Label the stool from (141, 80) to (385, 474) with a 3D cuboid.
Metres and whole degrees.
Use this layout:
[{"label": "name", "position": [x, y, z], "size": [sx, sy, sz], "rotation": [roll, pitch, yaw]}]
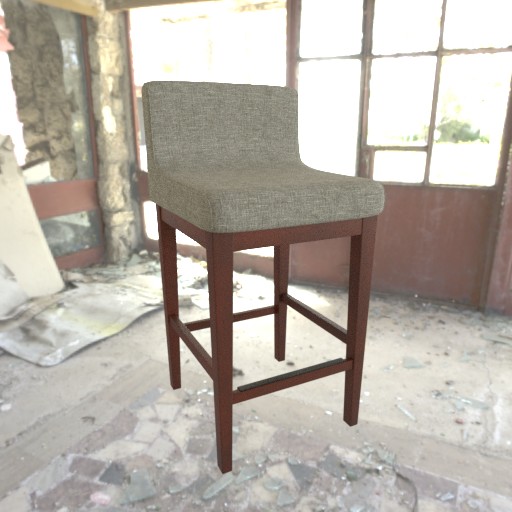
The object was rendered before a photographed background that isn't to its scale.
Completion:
[{"label": "stool", "position": [0.000, 0.000, 1.102], "size": [0.417, 0.835, 0.459], "rotation": [-8, 18, -26]}]
